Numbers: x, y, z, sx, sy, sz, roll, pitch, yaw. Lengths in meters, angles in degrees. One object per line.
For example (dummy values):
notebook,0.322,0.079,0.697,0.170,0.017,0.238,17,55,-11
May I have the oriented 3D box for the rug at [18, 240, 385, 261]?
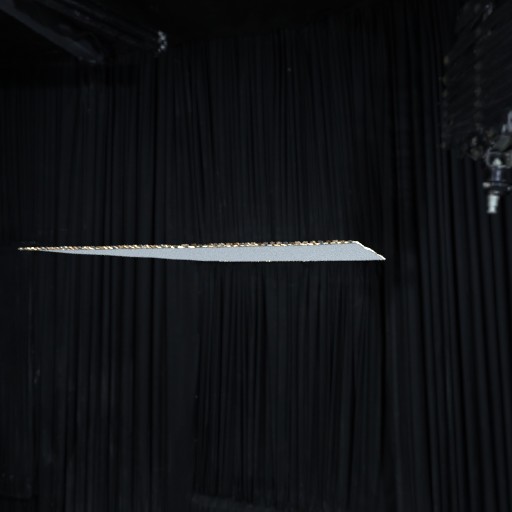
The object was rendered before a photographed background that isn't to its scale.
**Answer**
rug,0.000,0.000,2.293,1.218,0.017,1.861,-1,-2,19
